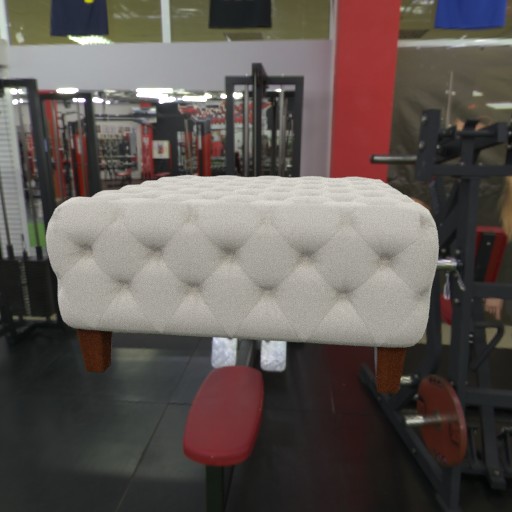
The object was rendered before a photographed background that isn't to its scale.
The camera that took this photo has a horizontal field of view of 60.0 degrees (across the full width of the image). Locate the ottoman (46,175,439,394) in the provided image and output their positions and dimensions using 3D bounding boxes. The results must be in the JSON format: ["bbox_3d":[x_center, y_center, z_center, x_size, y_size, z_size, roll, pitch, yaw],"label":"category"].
[{"bbox_3d":[0.000,0.000,1.187,0.753,0.376,0.755,2,15,7],"label":"ottoman"}]
